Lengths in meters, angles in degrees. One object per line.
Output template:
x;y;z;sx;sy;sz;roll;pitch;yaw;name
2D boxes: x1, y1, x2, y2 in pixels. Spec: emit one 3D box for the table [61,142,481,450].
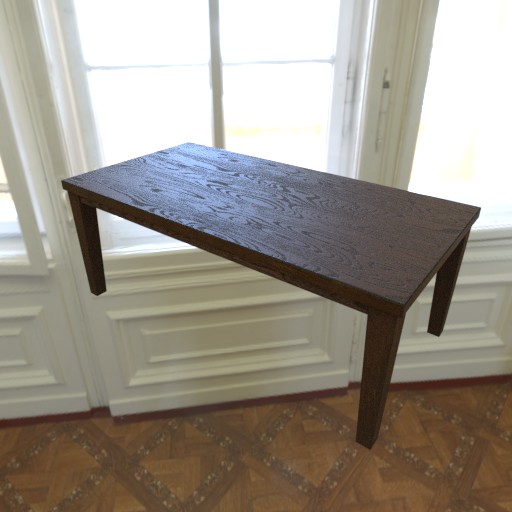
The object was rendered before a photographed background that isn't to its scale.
0.000;0.000;2.507;1.981;0.762;1.016;20;35;32;table
